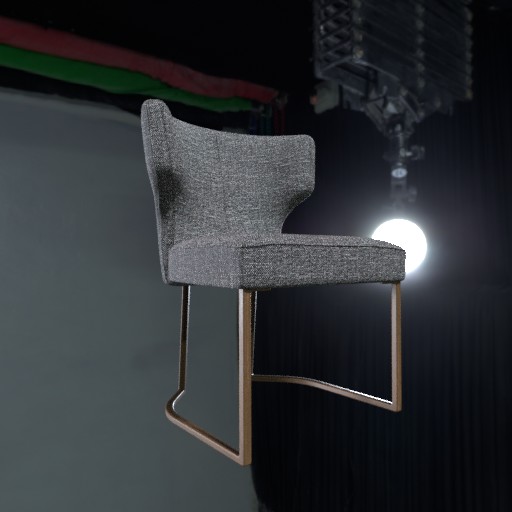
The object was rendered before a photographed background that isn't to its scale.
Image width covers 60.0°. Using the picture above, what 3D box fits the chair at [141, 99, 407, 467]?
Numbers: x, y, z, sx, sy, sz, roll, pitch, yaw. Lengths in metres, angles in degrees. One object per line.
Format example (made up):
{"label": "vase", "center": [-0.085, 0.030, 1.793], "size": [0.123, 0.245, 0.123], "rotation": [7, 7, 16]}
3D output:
{"label": "chair", "center": [0.000, 0.000, 1.246], "size": [0.611, 0.824, 0.617], "rotation": [0, 0, -38]}
